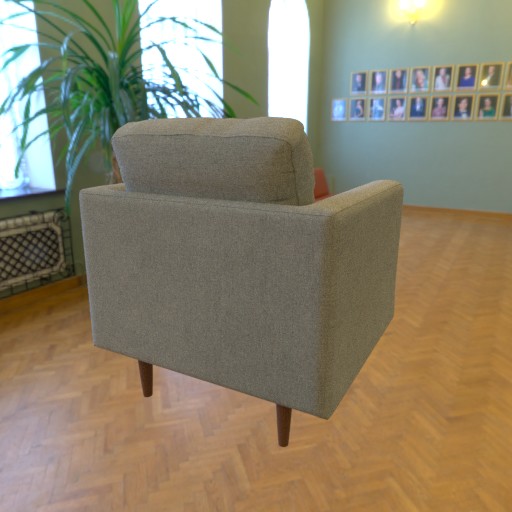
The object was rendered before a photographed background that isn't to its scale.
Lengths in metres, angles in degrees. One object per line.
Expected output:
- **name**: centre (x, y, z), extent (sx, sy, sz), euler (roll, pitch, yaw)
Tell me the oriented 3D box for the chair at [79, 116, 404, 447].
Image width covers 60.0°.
- **chair**: centre (0.000, 0.000, 1.568), extent (0.855, 0.927, 0.800), euler (9, 18, 27)
